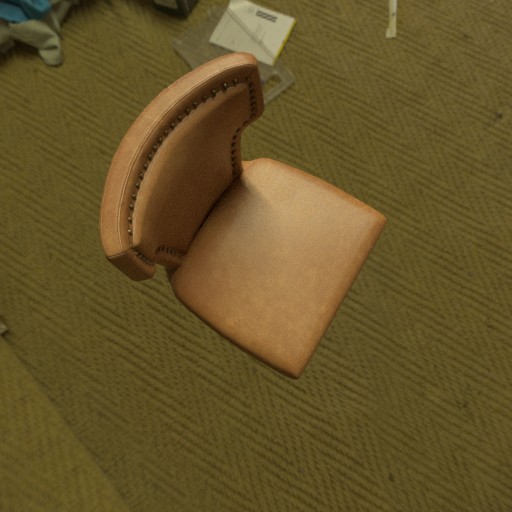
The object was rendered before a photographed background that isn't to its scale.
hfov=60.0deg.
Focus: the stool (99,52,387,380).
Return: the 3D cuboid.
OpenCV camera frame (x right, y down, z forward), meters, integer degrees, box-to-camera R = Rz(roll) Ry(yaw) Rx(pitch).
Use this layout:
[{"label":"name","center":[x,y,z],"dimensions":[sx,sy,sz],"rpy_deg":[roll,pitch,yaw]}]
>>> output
[{"label":"stool","center":[0.000,0.000,1.352],"dimensions":[0.563,1.092,0.526],"rpy_deg":[31,79,7]}]
